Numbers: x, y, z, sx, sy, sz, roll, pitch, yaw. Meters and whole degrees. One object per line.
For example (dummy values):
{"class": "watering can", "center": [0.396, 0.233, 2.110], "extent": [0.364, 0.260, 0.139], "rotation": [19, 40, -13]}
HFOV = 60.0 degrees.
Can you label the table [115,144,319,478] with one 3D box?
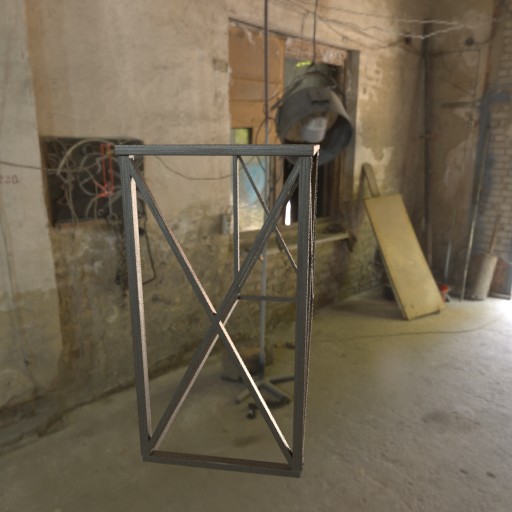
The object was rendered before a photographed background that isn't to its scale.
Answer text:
{"class": "table", "center": [0.000, 0.000, 1.544], "extent": [0.402, 0.753, 1.216], "rotation": [2, 14, 8]}
